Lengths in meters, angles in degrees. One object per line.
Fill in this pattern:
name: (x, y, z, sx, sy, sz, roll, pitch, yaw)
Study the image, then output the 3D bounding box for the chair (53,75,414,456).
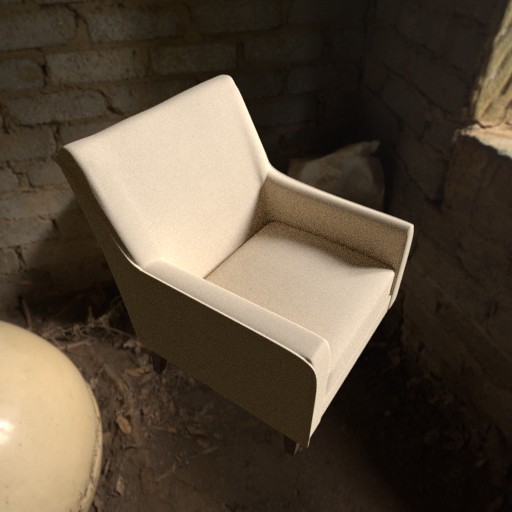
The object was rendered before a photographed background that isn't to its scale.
chair: (0.000, 0.000, 1.590, 0.899, 0.919, 0.780, 24, 46, 25)
